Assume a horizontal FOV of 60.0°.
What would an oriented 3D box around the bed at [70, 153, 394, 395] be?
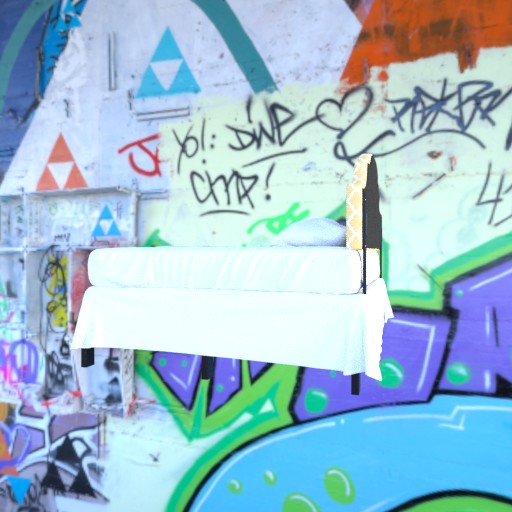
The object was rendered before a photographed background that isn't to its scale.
[{"bbox_3d":[0.000,0.000,3.837,2.222,1.601,2.314,0,1,19],"label":"bed"}]
